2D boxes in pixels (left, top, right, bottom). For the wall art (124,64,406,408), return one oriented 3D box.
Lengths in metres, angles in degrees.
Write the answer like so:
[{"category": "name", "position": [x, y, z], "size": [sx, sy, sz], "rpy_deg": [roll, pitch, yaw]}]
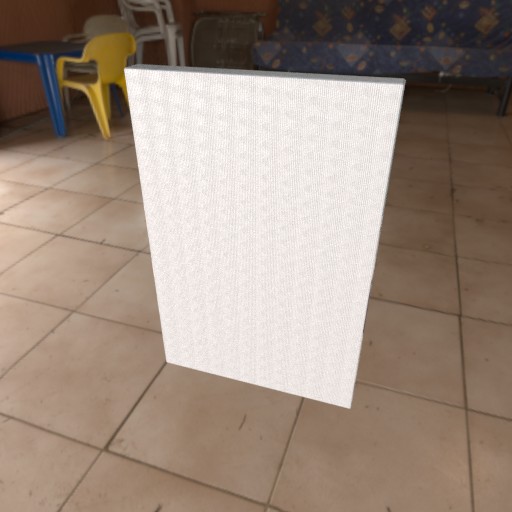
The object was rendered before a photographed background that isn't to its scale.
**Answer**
[{"category": "wall art", "position": [0.000, 0.000, 1.177], "size": [0.609, 0.911, 0.061], "rpy_deg": [10, 33, 16]}]
